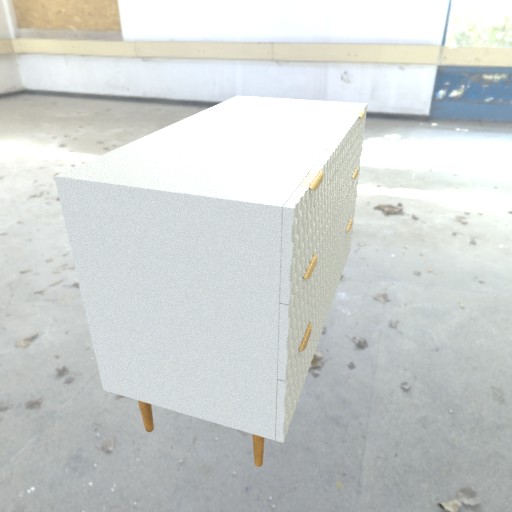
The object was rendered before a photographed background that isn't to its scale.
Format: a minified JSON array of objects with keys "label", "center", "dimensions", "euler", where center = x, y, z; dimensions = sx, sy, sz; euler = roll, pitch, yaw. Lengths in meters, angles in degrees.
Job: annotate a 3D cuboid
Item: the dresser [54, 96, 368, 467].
[{"label":"dresser","center":[0.000,0.000,1.284],"dimensions":[0.457,0.721,0.905],"euler":[10,31,17]}]
